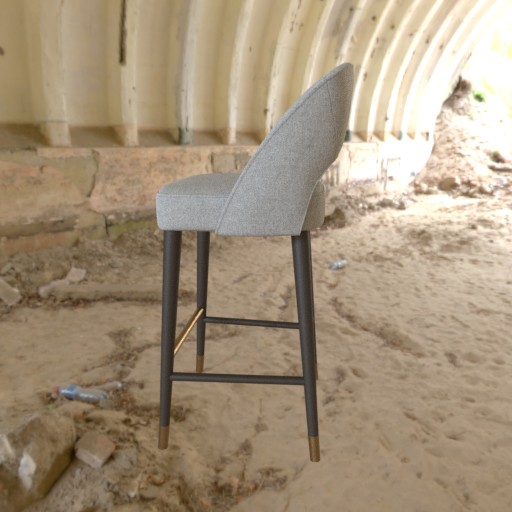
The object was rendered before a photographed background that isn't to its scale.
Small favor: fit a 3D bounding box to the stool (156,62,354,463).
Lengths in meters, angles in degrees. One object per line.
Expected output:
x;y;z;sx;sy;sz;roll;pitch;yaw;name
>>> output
0.000;0.000;1.309;0.509;1.037;0.494;2;15;7;stool
